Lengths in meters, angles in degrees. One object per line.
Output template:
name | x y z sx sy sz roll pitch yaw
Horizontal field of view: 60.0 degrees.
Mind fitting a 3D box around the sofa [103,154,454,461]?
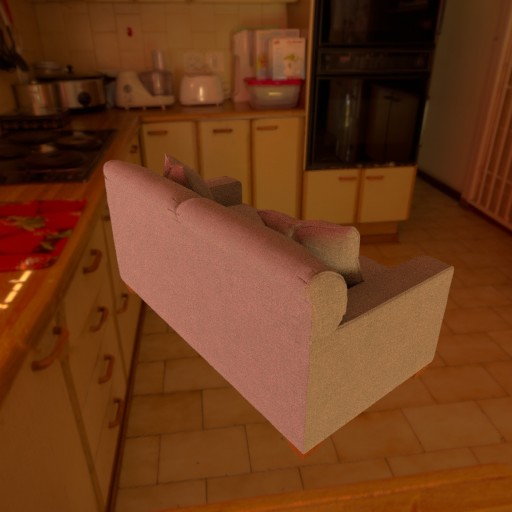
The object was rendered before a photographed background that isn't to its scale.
sofa | 0.000 0.000 2.522 1.000 0.958 1.846 -20 33 -34
